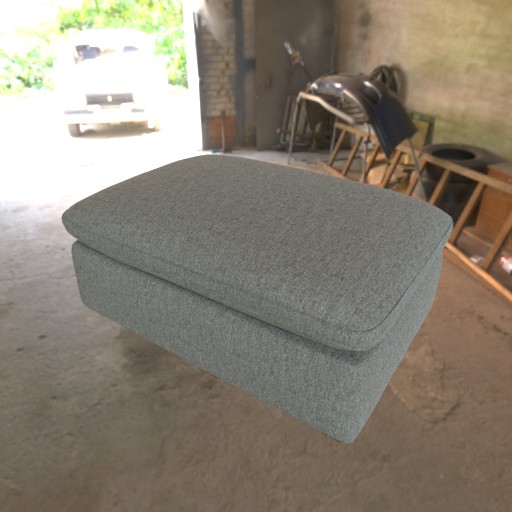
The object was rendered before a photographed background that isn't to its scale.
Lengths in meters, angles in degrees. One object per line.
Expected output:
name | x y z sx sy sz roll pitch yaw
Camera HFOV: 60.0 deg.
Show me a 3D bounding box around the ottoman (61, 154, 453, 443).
ottoman | 0.000 0.000 1.353 0.977 0.451 0.694 19 35 29
